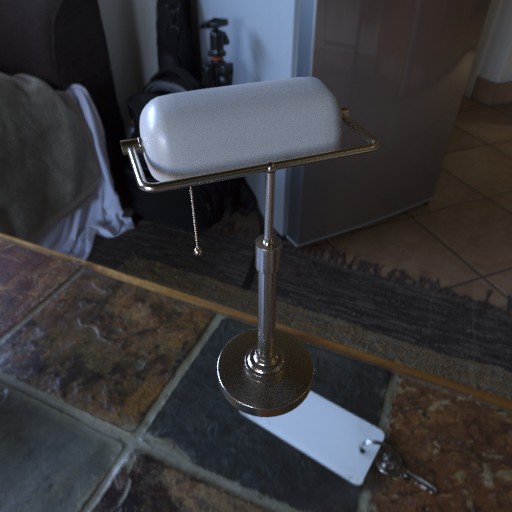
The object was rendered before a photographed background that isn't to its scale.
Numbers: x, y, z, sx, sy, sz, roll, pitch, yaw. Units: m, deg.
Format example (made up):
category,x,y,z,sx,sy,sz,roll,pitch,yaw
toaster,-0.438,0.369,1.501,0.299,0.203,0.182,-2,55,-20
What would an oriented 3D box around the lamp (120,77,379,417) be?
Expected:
category,x,y,z,sx,sy,sz,roll,pitch,yaw
lamp,0.000,0.000,0.571,0.269,0.404,0.227,-13,42,-15
